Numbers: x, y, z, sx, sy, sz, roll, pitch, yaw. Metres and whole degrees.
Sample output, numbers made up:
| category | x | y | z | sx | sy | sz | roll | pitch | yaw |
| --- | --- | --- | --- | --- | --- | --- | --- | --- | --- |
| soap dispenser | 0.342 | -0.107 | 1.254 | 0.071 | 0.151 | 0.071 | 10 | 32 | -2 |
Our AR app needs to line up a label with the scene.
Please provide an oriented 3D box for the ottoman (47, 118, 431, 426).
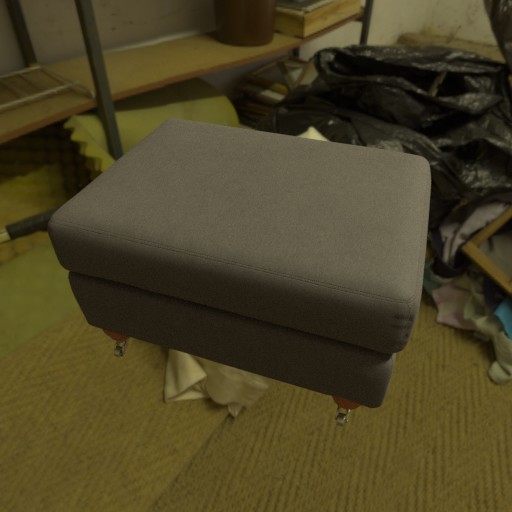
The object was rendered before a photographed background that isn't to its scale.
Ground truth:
| category | x | y | z | sx | sy | sz | roll | pitch | yaw |
| --- | --- | --- | --- | --- | --- | --- | --- | --- | --- |
| ottoman | 0.000 | 0.000 | 1.147 | 0.773 | 0.497 | 0.574 | 13 | 43 | 14 |
